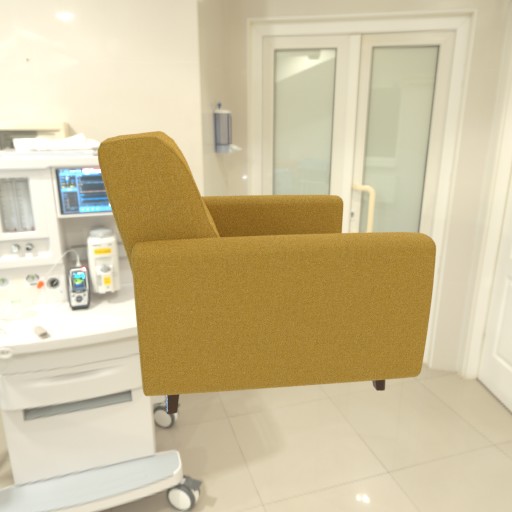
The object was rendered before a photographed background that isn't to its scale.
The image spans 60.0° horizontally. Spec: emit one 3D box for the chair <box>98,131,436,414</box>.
[{"bbox_3d":[0.000,0.000,1.549,0.909,0.841,0.831,-3,17,-10],"label":"chair"}]
